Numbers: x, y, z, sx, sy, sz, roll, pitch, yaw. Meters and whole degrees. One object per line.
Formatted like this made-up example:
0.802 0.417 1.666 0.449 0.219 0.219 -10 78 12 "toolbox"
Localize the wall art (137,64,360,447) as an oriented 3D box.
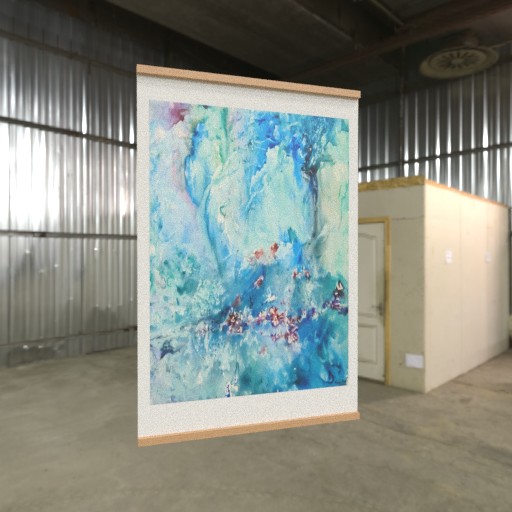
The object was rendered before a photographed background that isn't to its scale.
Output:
0.000 0.000 0.775 0.401 0.611 0.016 0 1 -17 "wall art"
